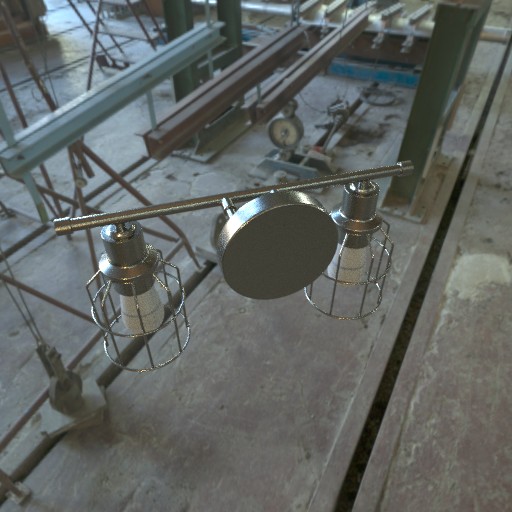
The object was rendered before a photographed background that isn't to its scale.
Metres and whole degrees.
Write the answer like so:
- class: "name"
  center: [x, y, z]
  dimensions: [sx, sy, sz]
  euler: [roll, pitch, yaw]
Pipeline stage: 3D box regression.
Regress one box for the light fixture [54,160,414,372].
- class: "light fixture"
  center: [0.000, 0.000, 0.519]
  dimensions: [0.406, 0.254, 0.165]
  euler: [-11, 42, -13]
